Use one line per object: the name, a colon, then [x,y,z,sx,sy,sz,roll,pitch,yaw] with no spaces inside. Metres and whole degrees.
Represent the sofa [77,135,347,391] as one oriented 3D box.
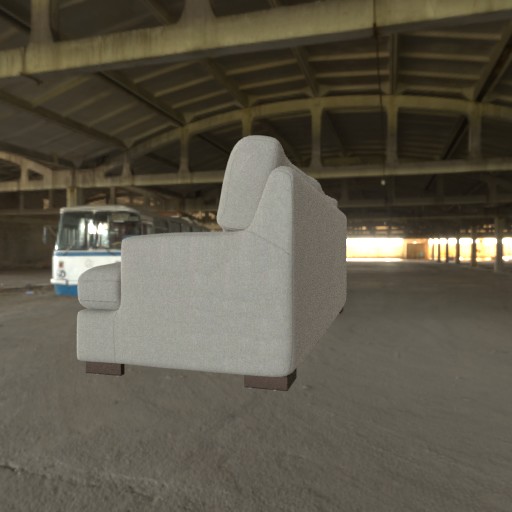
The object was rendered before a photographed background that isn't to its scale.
sofa: [0.000,0.000,2.850,0.962,0.980,2.354,0,1,16]
